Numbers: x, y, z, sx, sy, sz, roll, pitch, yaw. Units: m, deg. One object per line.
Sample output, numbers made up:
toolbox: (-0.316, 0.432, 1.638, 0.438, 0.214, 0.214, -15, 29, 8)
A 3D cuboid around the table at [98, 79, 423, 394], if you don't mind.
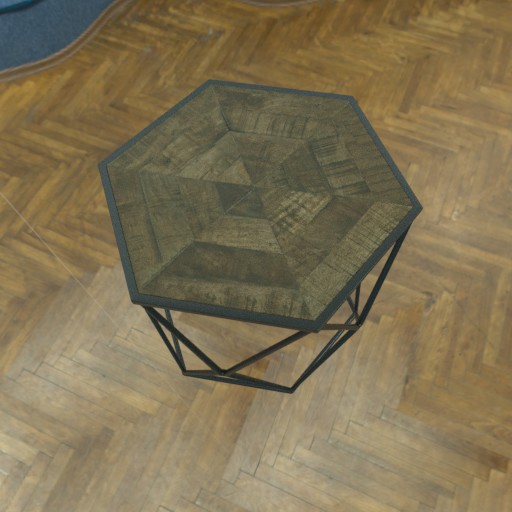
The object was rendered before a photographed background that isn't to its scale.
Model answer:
table: (0.000, 0.000, 1.053, 0.579, 0.564, 0.578, -18, 64, -9)
